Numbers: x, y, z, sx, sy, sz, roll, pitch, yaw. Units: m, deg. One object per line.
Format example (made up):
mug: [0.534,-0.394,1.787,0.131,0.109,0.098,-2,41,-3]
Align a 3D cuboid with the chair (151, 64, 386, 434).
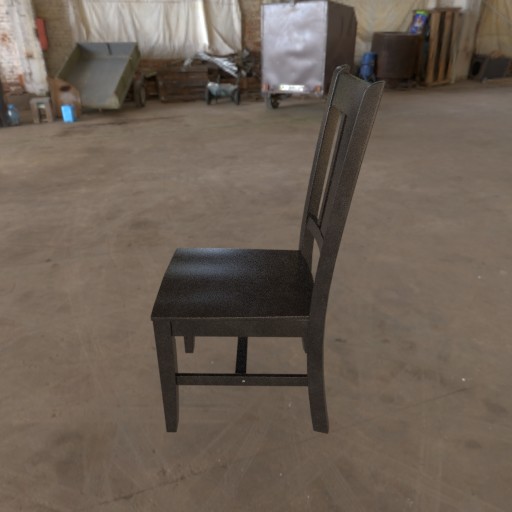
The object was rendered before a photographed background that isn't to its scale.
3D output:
chair: [0.000,0.000,1.292,0.555,0.998,0.450,0,27,1]
